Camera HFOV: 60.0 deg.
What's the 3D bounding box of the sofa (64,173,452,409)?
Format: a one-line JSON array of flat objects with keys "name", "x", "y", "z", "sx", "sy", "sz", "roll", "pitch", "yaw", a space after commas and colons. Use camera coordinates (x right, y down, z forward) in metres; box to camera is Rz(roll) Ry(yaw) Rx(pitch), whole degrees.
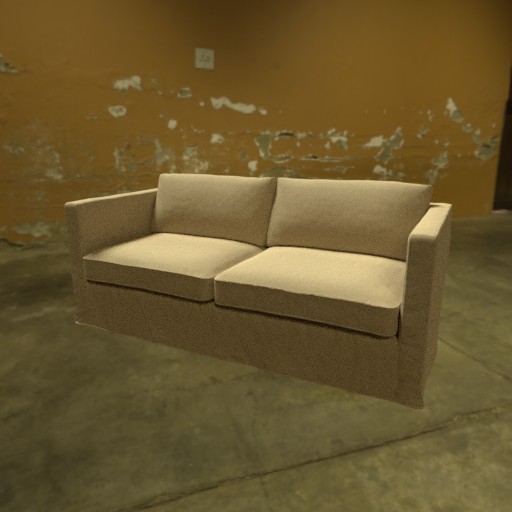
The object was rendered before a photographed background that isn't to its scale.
[{"name": "sofa", "x": 0.000, "y": 0.000, "z": 2.480, "sx": 1.959, "sy": 0.835, "sz": 0.962, "roll": 7, "pitch": 17, "yaw": 25}]
